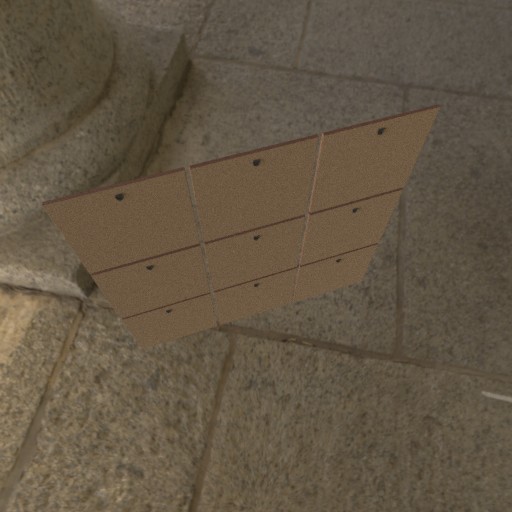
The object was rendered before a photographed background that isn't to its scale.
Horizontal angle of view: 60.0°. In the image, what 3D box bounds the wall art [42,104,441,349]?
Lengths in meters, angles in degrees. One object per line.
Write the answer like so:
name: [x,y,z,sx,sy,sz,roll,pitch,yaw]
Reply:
wall art: [0.000,0.000,1.823,1.221,1.218,0.019,-16,61,-9]
